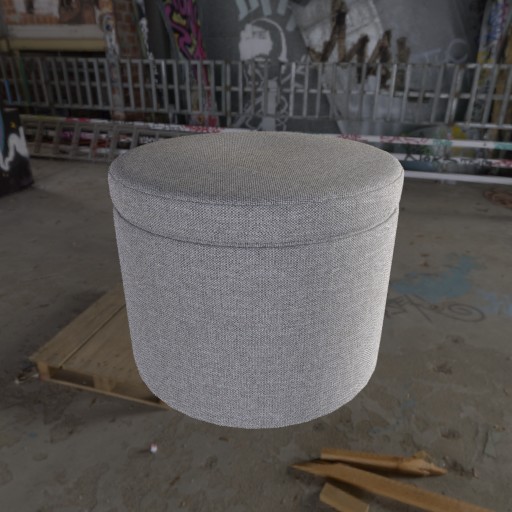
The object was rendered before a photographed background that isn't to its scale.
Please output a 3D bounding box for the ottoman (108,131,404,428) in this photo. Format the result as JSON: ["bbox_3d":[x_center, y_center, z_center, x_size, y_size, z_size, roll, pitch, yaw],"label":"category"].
[{"bbox_3d":[0.000,0.000,0.856,0.500,0.419,0.500,0,25,0],"label":"ottoman"}]
